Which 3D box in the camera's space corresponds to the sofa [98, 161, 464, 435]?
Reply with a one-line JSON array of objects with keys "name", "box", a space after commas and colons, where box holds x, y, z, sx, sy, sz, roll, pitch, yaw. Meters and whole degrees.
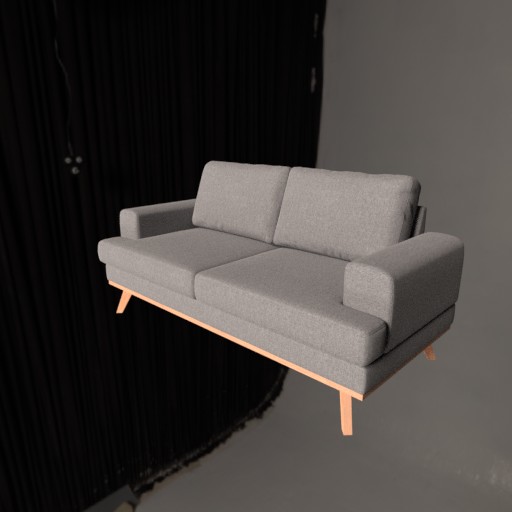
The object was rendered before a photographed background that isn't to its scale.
[{"name": "sofa", "box": [0.000, 0.000, 2.111, 1.650, 0.810, 0.785, 15, 22, 41]}]
